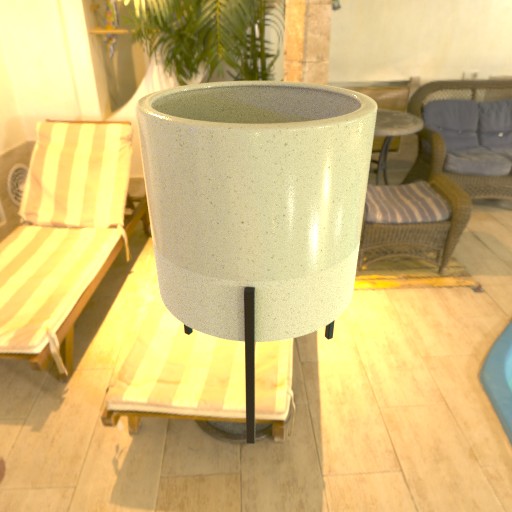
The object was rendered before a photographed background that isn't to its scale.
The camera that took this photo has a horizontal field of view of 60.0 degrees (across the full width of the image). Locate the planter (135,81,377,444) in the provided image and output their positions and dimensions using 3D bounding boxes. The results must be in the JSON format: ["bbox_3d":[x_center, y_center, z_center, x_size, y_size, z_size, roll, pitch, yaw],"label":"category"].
[{"bbox_3d":[0.000,0.000,0.339,0.152,0.230,0.159,1,30,3],"label":"planter"}]
